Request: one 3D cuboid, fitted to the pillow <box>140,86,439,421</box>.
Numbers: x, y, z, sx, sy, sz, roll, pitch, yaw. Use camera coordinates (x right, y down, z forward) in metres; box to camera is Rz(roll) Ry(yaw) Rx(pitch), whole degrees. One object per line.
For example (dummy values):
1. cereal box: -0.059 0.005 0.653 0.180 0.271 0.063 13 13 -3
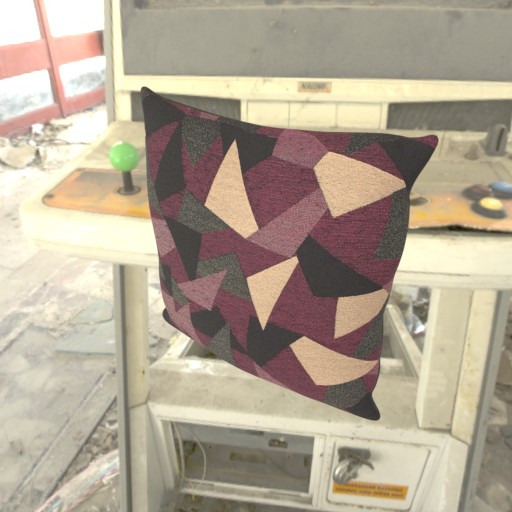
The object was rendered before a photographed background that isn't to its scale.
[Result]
1. pillow: 0.000 0.000 0.748 0.503 0.496 0.208 19 36 29
